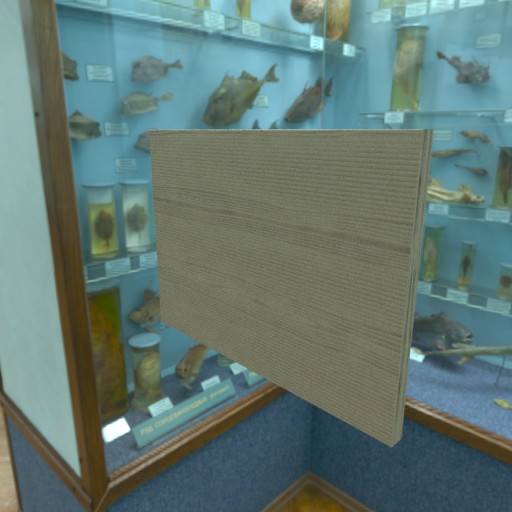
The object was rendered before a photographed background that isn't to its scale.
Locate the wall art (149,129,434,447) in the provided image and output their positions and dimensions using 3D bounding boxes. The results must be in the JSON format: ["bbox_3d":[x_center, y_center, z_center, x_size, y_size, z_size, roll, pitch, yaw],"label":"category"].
[{"bbox_3d":[0.000,0.000,1.111,0.063,0.609,0.841,-15,22,-42],"label":"wall art"}]
